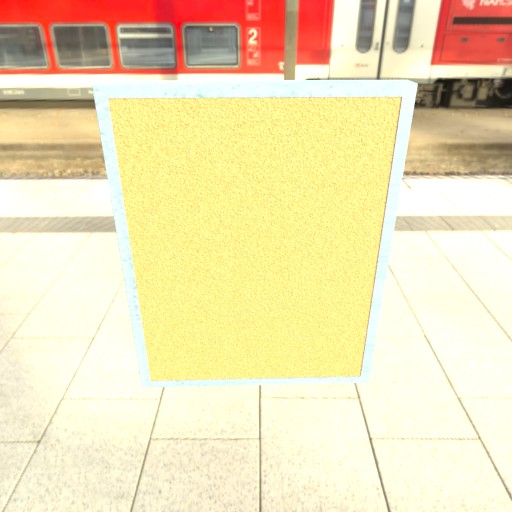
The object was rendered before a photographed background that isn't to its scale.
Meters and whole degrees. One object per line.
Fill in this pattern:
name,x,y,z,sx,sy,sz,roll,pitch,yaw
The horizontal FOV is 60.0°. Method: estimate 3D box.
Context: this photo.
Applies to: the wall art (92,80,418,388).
wall art,0.000,0.000,0.692,0.409,0.509,0.037,-1,28,-2
